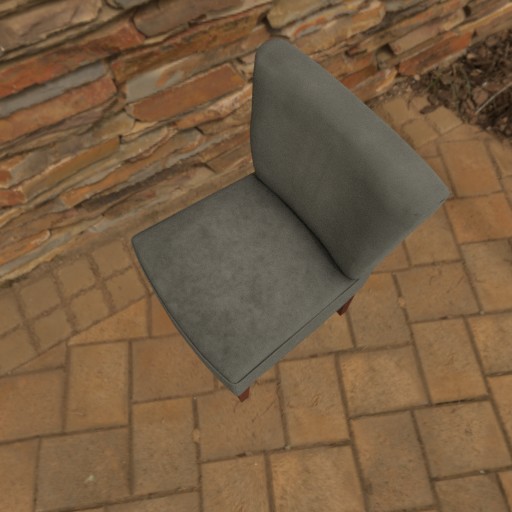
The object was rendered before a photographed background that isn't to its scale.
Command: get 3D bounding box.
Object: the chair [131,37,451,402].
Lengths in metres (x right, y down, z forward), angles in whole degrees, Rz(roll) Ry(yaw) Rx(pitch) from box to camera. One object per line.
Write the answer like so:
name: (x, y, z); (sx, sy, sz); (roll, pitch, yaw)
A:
chair: (0.000, 0.000, 1.190); (0.554, 0.806, 0.521); (-34, 69, -15)
